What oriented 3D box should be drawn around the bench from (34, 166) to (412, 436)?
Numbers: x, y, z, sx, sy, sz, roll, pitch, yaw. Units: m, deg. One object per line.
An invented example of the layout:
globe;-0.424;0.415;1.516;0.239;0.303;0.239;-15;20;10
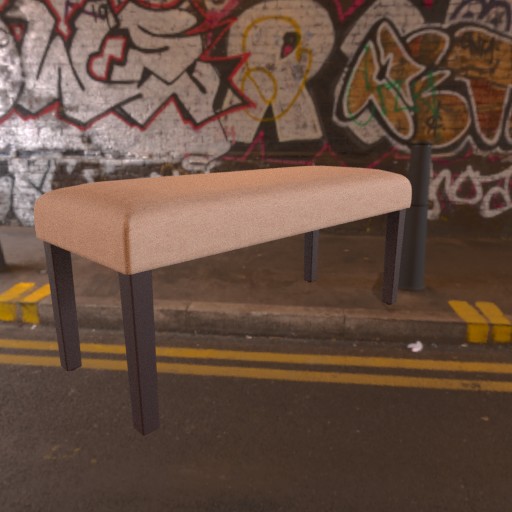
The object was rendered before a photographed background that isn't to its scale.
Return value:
bench;0.000;0.000;1.241;0.407;0.456;1.013;14;21;43
